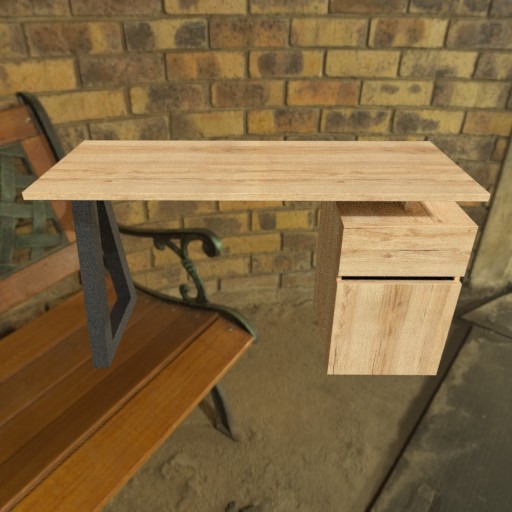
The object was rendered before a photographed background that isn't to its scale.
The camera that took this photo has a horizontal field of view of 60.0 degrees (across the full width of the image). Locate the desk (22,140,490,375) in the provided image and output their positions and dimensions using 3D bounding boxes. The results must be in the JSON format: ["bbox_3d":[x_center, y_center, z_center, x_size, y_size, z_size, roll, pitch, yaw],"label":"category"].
[{"bbox_3d":[0.000,0.000,1.754,1.400,0.760,0.550,0,31,0],"label":"desk"}]
